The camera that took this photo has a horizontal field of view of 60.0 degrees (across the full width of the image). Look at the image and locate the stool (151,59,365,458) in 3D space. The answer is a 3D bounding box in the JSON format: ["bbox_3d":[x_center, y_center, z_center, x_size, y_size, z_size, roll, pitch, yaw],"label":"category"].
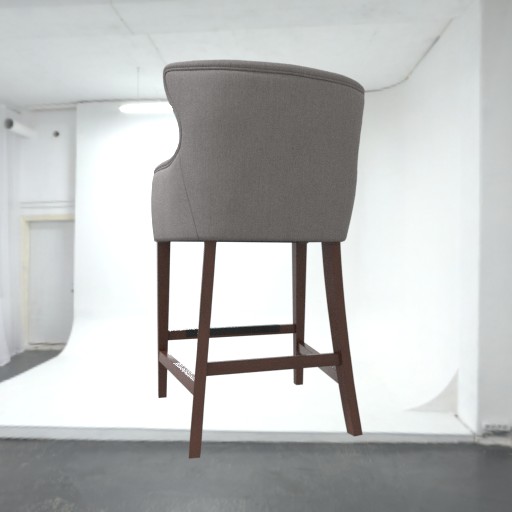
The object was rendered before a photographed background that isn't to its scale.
[{"bbox_3d":[0.000,0.000,1.311,0.575,0.951,0.575,0,0,-17],"label":"stool"}]
